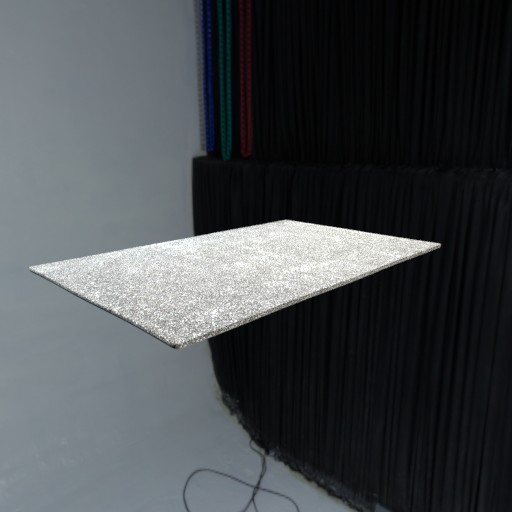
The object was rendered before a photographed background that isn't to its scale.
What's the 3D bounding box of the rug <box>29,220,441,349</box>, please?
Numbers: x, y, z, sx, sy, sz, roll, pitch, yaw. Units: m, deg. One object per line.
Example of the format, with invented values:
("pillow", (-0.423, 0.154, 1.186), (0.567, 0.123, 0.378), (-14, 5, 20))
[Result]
("rug", (0.000, 0.000, 2.941), (1.502, 0.025, 2.350), (14, 20, 43))
